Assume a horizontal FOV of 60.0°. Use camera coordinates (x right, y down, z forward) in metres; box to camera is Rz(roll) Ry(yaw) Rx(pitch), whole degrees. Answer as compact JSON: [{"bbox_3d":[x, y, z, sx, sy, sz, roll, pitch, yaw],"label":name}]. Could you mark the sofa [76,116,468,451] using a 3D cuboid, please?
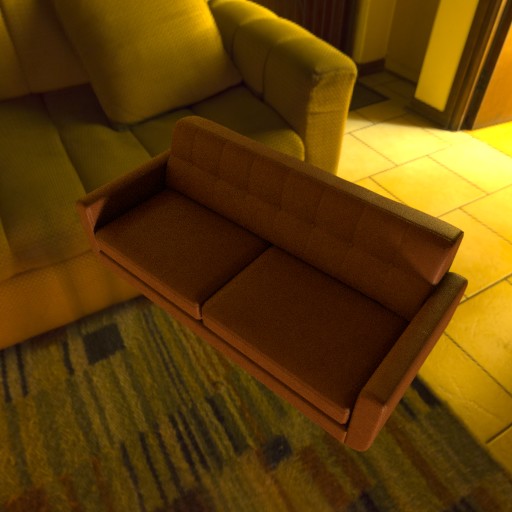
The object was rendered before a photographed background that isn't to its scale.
[{"bbox_3d":[0.000,0.000,2.626,2.137,0.892,0.980,30,52,27],"label":"sofa"}]
